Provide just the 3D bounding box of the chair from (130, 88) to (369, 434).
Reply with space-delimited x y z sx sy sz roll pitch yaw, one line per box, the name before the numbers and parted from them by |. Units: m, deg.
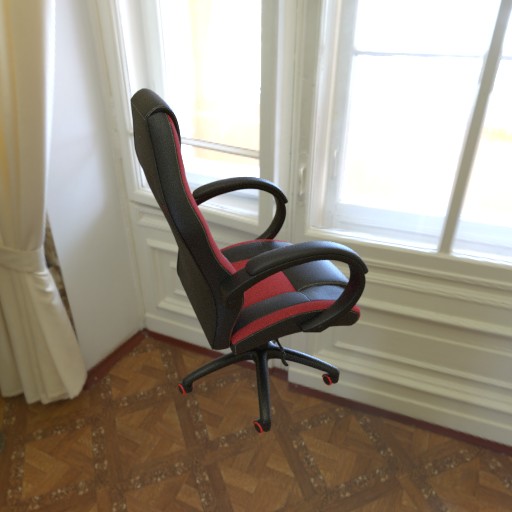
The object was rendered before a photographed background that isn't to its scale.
chair | 0.000 0.000 1.634 0.724 1.187 0.673 -12 33 -19
